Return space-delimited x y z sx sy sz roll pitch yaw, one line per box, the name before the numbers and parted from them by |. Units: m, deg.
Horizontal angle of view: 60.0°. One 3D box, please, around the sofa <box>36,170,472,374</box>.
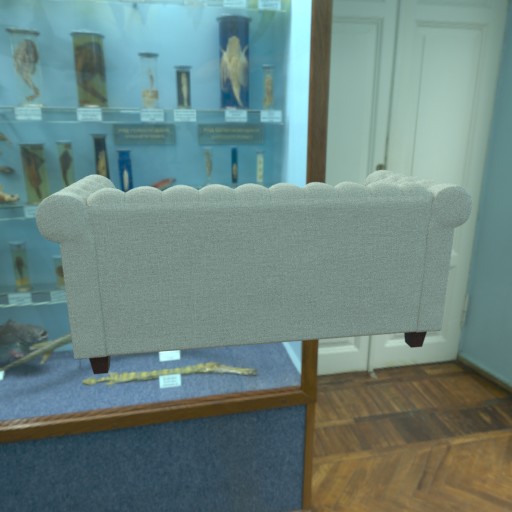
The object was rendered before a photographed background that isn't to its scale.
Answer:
sofa | 0.000 0.000 2.238 1.798 0.797 0.783 -3 16 -9
